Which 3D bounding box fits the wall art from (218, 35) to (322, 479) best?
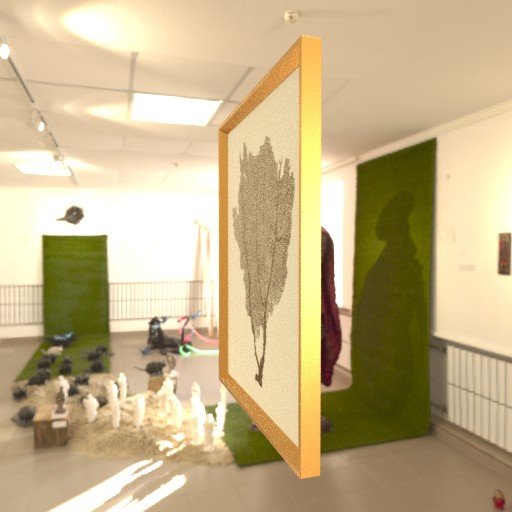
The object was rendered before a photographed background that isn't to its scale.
[{"bbox_3d":[0.000,0.000,1.055,0.038,0.762,0.610,0,1,-18],"label":"wall art"}]
